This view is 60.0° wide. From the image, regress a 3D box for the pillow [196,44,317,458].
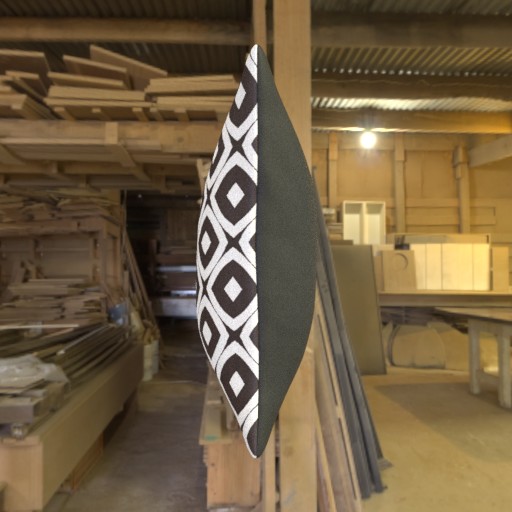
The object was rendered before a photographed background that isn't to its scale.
[{"bbox_3d":[0.000,0.000,0.775,0.188,0.494,0.504,0,-2,0],"label":"pillow"}]
